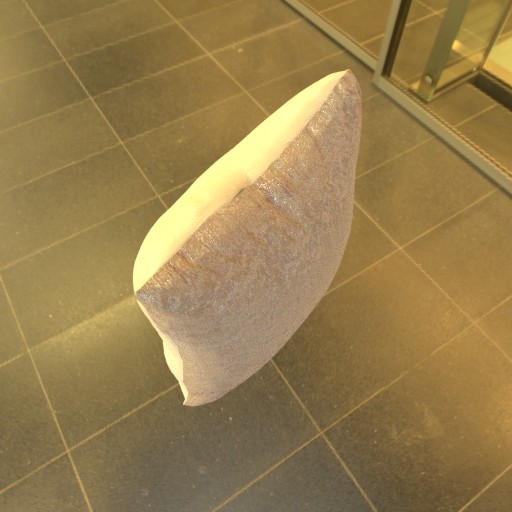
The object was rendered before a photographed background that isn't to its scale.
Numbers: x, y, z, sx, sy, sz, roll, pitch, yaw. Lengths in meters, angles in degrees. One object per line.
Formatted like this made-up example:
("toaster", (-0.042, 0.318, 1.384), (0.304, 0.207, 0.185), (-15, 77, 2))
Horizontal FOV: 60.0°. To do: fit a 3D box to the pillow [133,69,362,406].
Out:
("pillow", (0.000, 0.000, 0.723), (0.245, 0.448, 0.450), (33, 63, 19))
